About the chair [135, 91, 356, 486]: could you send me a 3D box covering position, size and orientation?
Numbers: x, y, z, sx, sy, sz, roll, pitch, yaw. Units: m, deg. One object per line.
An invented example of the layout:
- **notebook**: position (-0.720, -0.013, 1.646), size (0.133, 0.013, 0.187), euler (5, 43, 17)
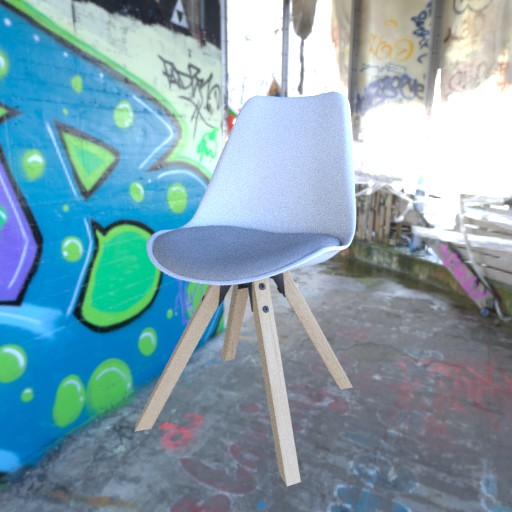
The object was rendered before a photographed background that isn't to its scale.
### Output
- **chair**: position (0.000, 0.000, 1.154), size (0.485, 0.850, 0.550), euler (7, 15, 26)
